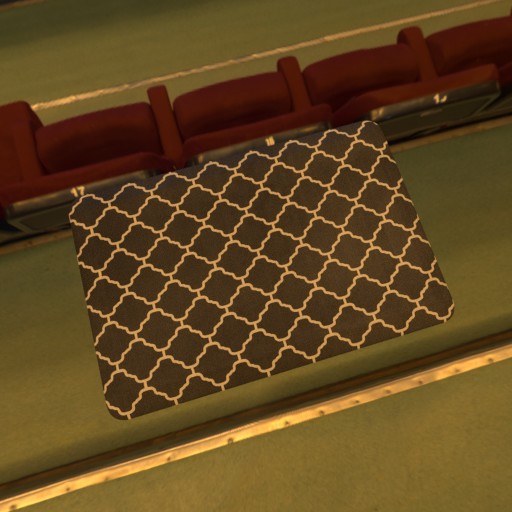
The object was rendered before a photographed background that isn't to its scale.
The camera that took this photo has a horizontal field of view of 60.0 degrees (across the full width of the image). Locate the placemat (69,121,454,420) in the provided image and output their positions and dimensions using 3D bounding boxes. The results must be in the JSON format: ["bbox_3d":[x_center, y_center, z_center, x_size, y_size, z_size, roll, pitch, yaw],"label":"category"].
[{"bbox_3d":[0.000,0.000,0.978,0.762,0.021,0.508,-16,75,-4],"label":"placemat"}]
